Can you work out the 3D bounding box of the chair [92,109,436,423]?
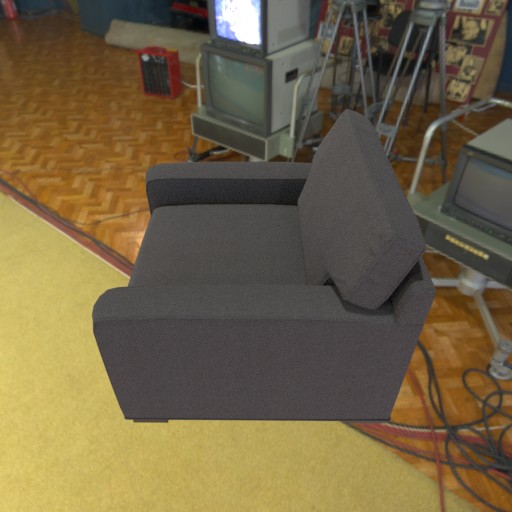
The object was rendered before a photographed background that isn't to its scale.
[{"bbox_3d":[0.000,0.000,1.818,1.043,0.913,0.997,0,40,0],"label":"chair"}]
